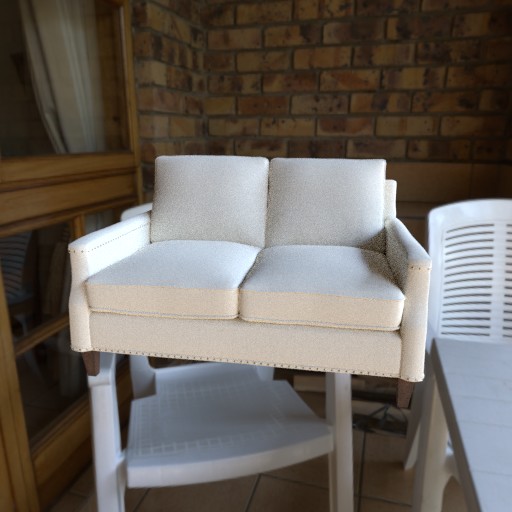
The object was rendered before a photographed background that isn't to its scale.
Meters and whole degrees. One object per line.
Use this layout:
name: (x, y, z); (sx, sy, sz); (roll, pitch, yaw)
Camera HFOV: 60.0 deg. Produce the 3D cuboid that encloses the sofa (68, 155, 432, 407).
sofa: (0.000, 0.000, 2.350); (1.597, 1.003, 1.084); (3, 16, 10)
